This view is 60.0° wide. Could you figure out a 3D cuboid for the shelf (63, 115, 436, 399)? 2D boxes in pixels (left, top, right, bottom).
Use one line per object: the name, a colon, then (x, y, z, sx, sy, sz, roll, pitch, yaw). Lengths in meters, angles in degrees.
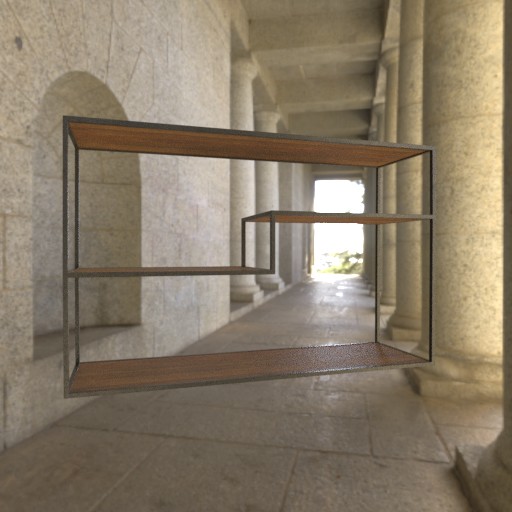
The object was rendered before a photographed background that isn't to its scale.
shelf: (0.000, 0.000, 1.541, 1.201, 0.765, 0.361, 0, 1, -17)
